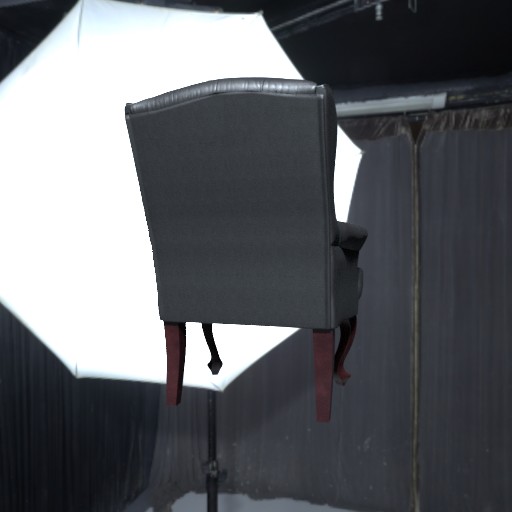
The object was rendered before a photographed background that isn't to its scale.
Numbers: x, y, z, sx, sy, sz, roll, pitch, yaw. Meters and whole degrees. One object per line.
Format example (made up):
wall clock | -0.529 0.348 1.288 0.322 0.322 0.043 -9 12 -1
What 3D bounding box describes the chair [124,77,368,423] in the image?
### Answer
chair | 0.000 0.000 1.738 0.831 1.133 0.822 0 0 17
